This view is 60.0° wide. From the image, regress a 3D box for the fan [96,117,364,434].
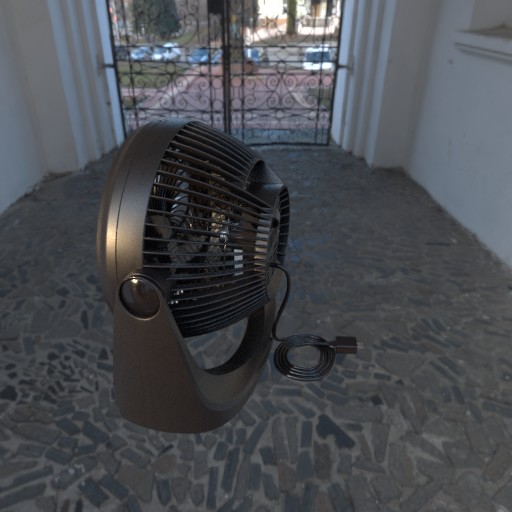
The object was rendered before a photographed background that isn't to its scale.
[{"bbox_3d":[0.000,0.000,0.478,0.256,0.277,0.273,7,31,12],"label":"fan"}]
